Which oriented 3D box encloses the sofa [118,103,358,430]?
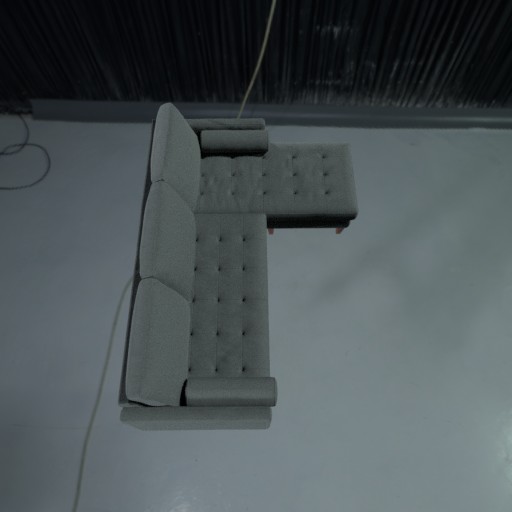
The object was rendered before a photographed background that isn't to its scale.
[{"bbox_3d":[0.000,0.000,3.029,1.506,0.876,2.178,0,64,0],"label":"sofa"}]
